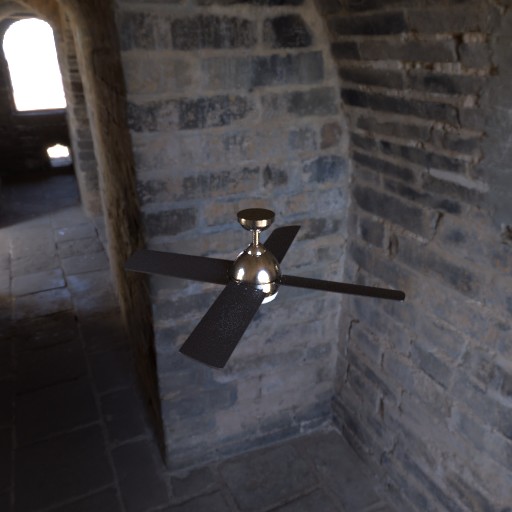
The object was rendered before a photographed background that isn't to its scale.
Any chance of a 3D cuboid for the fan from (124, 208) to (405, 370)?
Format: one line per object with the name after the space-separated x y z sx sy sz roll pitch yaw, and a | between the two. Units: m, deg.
0.000 0.000 2.026 1.332 0.403 1.332 7 26 15 | fan
